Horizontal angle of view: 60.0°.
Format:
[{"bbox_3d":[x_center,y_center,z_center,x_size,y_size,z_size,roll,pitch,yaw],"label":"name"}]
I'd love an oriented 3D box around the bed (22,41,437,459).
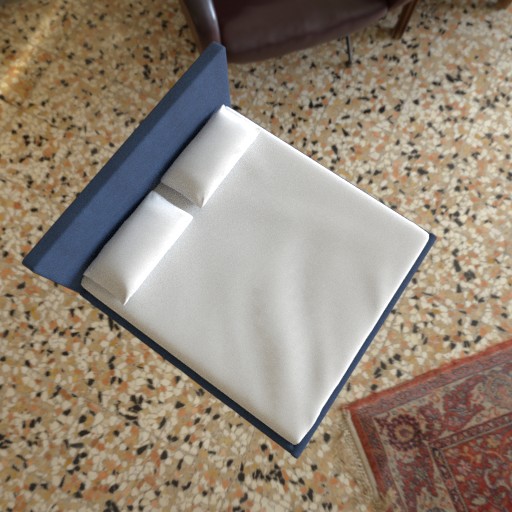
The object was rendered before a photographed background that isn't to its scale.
[{"bbox_3d":[0.000,0.000,3.451,2.232,1.231,2.096,34,78,8],"label":"bed"}]
